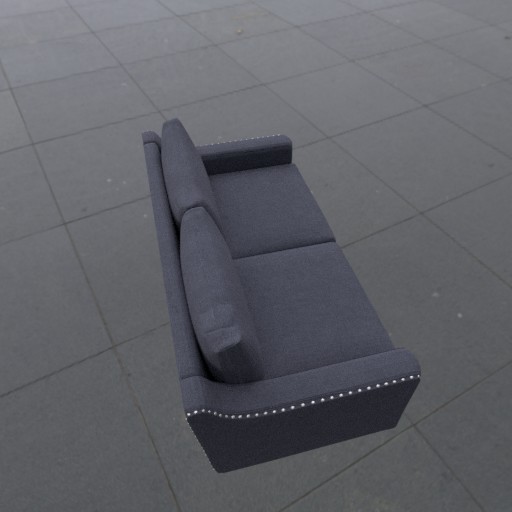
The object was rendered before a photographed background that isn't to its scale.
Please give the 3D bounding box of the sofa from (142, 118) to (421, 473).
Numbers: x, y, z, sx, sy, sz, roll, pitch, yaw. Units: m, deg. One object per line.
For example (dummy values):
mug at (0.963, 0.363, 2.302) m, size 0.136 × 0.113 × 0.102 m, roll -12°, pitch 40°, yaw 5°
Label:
sofa at (0.000, 0.000, 3.282) m, size 1.336 × 1.196 × 2.550 m, roll -11°, pitch 47°, yaw -10°
